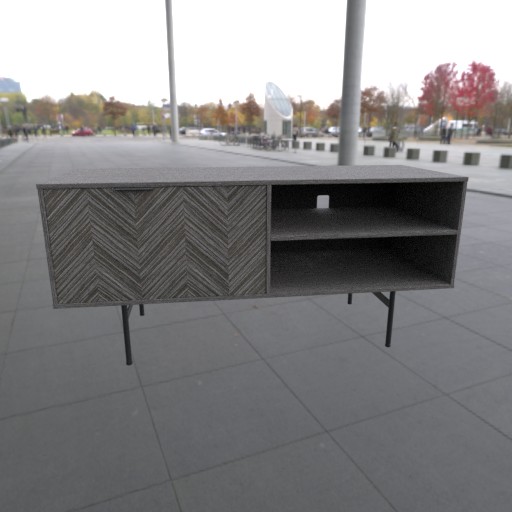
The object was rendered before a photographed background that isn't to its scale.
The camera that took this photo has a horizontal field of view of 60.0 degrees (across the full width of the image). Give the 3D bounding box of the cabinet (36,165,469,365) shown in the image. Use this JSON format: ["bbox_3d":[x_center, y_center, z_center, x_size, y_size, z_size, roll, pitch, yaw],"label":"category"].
[{"bbox_3d":[0.000,0.000,1.618,1.300,0.599,0.500,-2,16,-8],"label":"cabinet"}]
